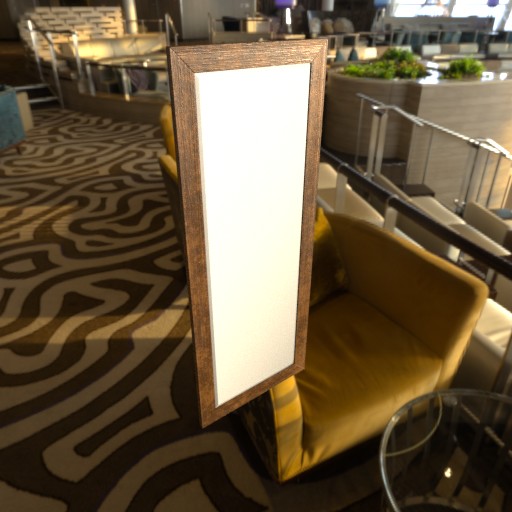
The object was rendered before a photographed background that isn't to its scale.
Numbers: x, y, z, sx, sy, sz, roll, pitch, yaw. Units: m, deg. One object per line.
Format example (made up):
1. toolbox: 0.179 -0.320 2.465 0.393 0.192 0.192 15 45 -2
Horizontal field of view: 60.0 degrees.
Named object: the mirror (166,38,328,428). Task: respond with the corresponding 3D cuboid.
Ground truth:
1. mirror: 0.000 0.000 2.332 0.812 2.031 0.032 -21 35 -32
